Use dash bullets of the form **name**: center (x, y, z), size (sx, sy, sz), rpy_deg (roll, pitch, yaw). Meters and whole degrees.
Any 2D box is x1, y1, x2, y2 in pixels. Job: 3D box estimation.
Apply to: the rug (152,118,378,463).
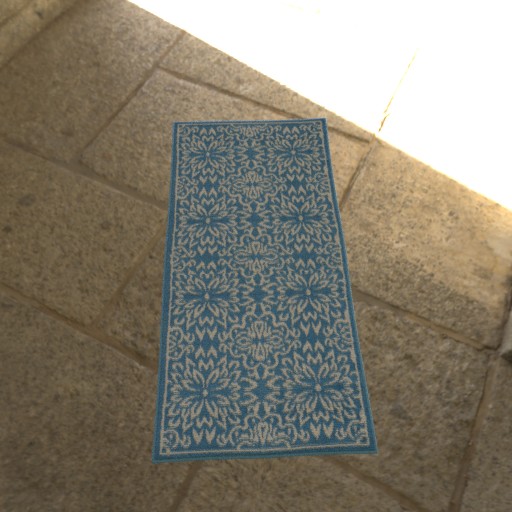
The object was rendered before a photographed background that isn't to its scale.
- **rug**: center (0.000, 0.000, 1.463), size (0.604, 0.007, 1.219), rpy_deg (-2, 62, -1)
